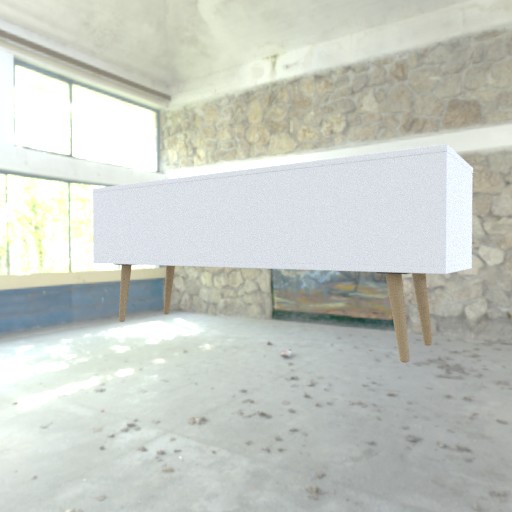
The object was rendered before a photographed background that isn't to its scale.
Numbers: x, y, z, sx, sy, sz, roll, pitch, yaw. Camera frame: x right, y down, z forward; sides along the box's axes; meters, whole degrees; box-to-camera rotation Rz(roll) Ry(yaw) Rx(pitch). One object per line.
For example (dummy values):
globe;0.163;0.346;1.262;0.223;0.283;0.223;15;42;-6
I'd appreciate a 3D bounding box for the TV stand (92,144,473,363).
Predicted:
TV stand;0.000;0.000;1.638;1.398;0.560;0.401;1;1;35
